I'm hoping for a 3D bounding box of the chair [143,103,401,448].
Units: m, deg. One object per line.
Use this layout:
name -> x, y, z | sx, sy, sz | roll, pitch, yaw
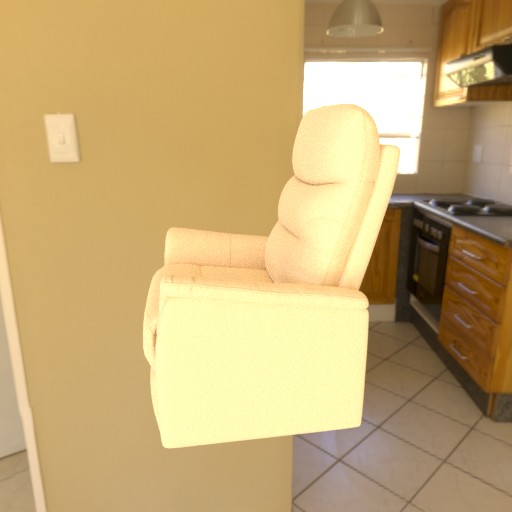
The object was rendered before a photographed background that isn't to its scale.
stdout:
chair -> 0.000, 0.000, 1.664 | 0.831, 1.082, 0.775 | -3, 15, -9
